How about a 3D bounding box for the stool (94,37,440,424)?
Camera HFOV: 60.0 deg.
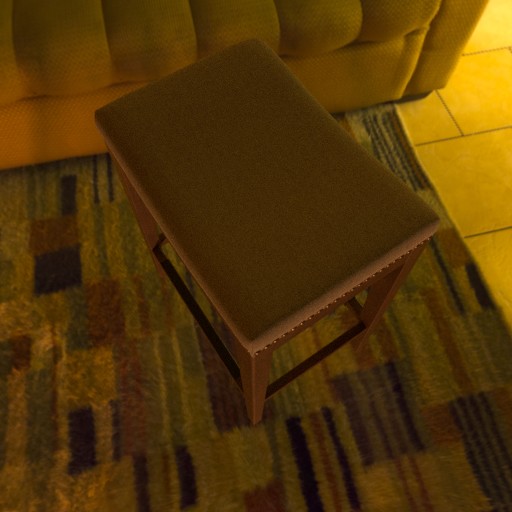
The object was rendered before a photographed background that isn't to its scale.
[{"bbox_3d":[0.000,0.000,0.955,0.356,0.660,0.508,-31,67,-14],"label":"stool"}]
